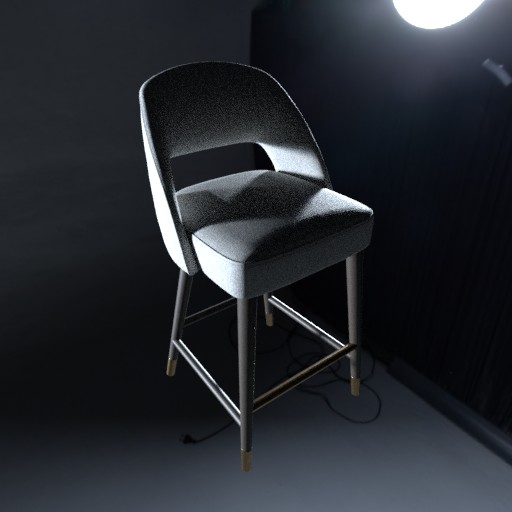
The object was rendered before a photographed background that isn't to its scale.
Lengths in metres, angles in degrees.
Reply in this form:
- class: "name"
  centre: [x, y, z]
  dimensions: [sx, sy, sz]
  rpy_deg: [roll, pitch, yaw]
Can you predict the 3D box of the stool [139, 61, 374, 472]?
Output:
- class: "stool"
  centre: [0.000, 0.000, 1.223]
  dimensions: [0.494, 0.940, 0.509]
  rpy_deg: [-21, 37, -31]
